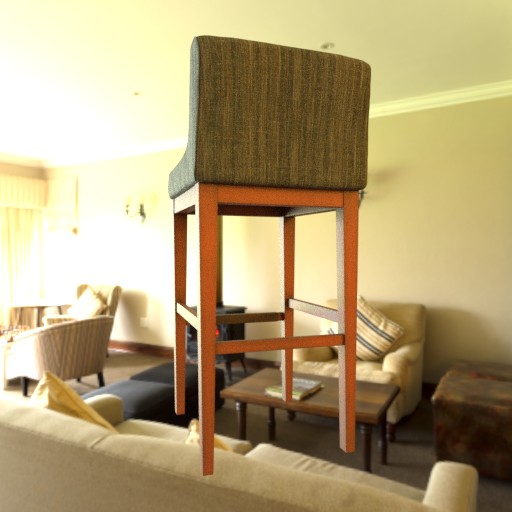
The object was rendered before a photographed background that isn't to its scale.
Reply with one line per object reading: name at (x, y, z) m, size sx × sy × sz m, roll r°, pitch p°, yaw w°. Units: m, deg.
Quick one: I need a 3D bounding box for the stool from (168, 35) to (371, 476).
stool at (0.000, 0.000, 1.220) m, size 0.426 × 0.965 × 0.499 m, roll 0°, pitch 0°, yaw -18°
